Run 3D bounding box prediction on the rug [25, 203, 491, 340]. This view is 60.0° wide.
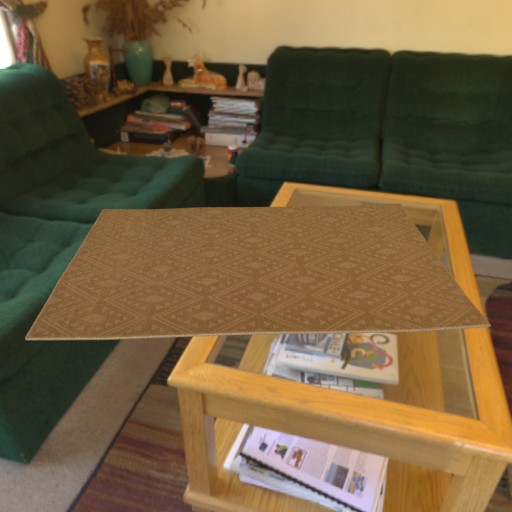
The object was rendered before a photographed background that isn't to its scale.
[{"bbox_3d":[0.000,0.000,2.971,2.430,0.053,1.553,-1,32,-2],"label":"rug"}]
